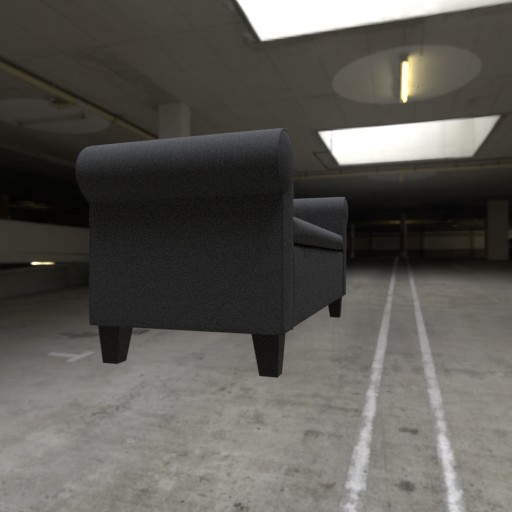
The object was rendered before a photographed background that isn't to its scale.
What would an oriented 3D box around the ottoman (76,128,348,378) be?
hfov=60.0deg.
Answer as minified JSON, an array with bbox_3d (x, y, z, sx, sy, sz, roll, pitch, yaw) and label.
[{"bbox_3d":[0.000,0.000,1.576,0.521,0.547,1.256,0,0,18],"label":"ottoman"}]
